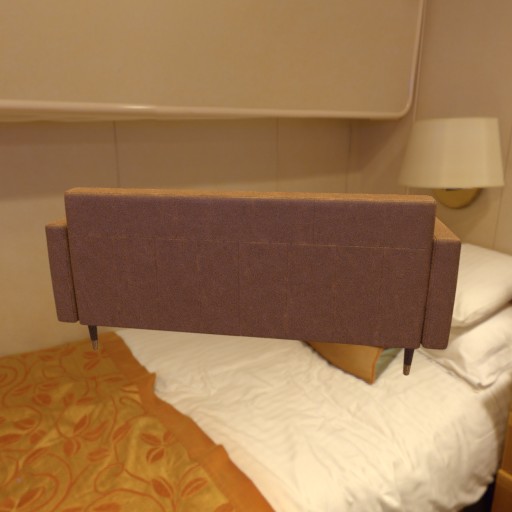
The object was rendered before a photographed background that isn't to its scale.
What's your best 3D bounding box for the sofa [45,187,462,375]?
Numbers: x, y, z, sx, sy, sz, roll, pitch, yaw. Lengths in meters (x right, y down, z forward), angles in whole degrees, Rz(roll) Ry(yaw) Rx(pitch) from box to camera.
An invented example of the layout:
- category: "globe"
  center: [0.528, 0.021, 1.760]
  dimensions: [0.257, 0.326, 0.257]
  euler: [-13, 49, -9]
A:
- category: "sofa"
  center: [0.000, 0.000, 2.422]
  dimensions: [1.847, 0.821, 0.993]
  euler: [3, 17, 9]
